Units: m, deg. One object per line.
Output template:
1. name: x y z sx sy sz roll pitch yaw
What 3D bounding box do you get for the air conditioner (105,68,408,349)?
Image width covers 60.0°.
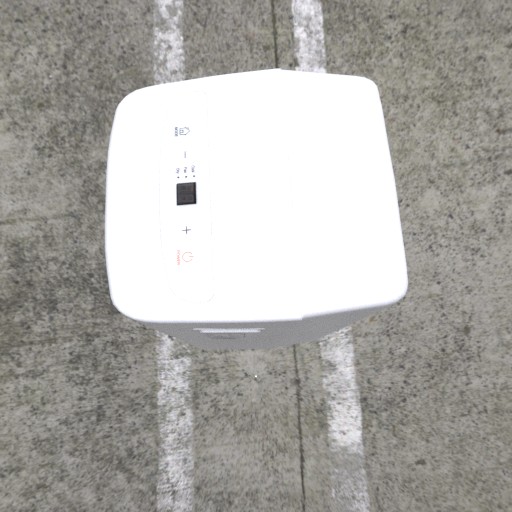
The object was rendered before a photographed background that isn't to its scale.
1. air conditioner: 0.000 0.000 0.783 0.349 0.606 0.304 -3 75 -1
